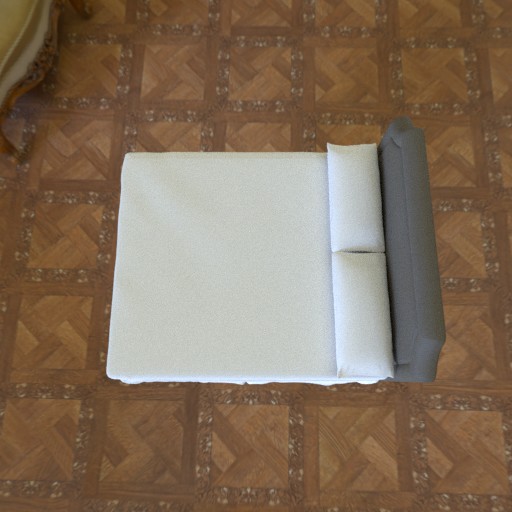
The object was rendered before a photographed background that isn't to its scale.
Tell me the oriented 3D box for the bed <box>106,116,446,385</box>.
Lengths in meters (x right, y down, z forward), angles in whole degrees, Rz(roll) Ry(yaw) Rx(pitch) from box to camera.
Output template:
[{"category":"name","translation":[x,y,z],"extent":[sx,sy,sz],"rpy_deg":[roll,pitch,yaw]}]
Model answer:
[{"category":"bed","translation":[0.000,0.000,3.850],"extent":[2.536,1.561,2.194],"rpy_deg":[0,75,0]}]
